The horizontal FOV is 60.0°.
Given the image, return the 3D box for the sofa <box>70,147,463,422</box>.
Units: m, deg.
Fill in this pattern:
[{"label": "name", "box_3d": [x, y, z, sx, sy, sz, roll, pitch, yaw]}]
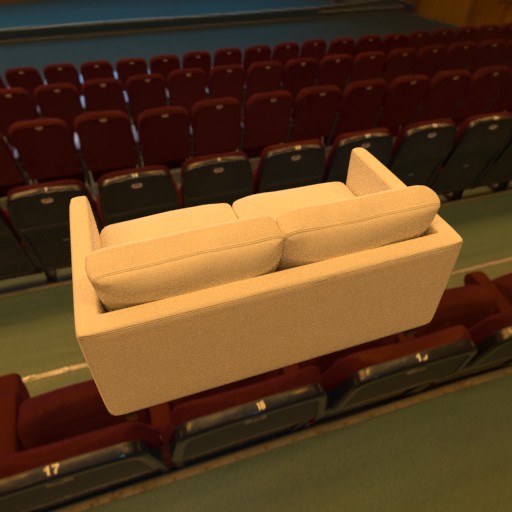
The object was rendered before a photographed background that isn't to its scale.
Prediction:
[{"label": "sofa", "box_3d": [0.000, 0.000, 2.277, 1.702, 0.888, 0.964, -13, 43, -14]}]
